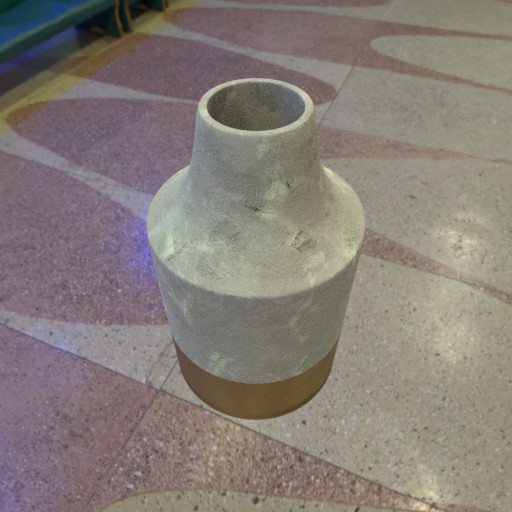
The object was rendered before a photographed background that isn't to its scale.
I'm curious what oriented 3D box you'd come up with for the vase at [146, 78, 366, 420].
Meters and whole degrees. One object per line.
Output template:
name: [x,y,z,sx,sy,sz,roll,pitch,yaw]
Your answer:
vase: [0.000,0.000,0.414,0.184,0.305,0.184,0,47,0]
